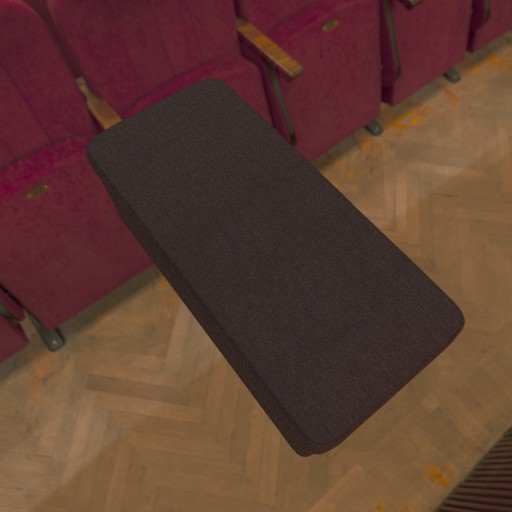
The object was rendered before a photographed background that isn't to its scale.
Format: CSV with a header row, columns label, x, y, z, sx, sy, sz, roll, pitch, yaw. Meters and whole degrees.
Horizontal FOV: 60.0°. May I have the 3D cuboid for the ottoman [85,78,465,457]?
label,x,y,z,sx,sy,sz,roll,pitch,yaw
ottoman,0.000,0.000,1.389,0.515,0.460,1.110,-35,68,-16
